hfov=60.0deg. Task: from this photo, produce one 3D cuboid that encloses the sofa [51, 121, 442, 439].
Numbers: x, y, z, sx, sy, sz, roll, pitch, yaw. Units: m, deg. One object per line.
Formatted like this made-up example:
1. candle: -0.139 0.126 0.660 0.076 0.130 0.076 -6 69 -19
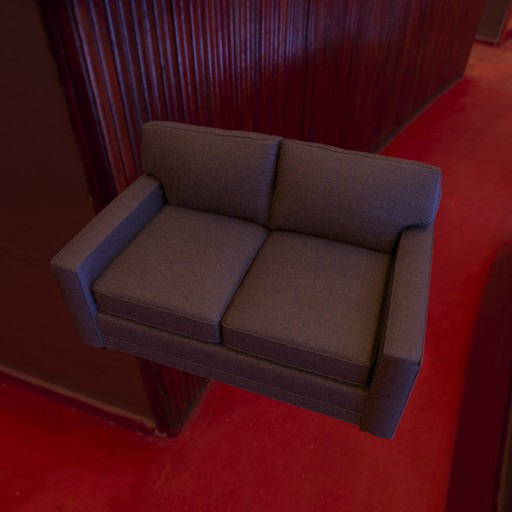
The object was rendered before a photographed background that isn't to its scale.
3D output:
1. sofa: 0.000 0.000 2.098 1.534 0.887 0.974 13 42 15
